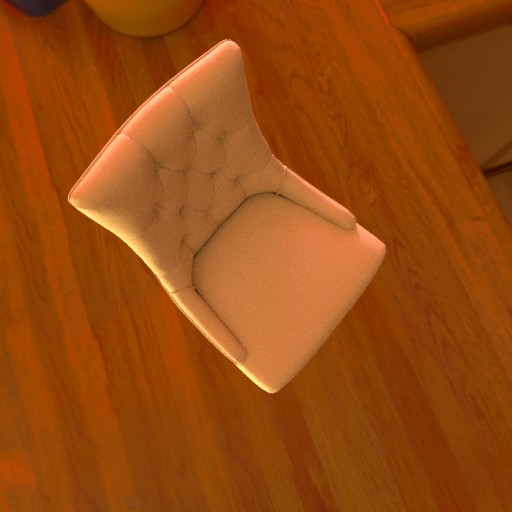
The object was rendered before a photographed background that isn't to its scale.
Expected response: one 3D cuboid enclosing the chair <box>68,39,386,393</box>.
[{"bbox_3d":[0.000,0.000,1.193,0.565,0.874,0.509,39,79,9],"label":"chair"}]
